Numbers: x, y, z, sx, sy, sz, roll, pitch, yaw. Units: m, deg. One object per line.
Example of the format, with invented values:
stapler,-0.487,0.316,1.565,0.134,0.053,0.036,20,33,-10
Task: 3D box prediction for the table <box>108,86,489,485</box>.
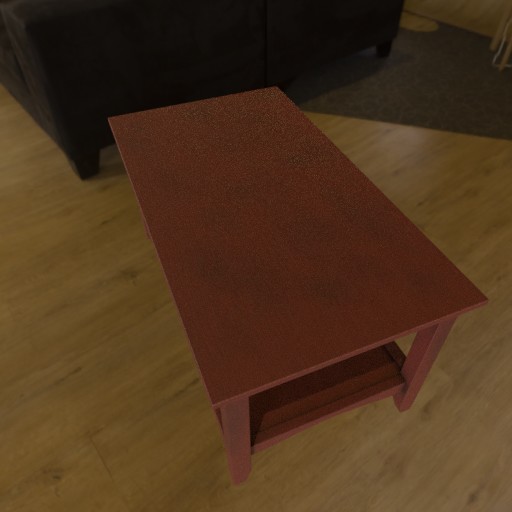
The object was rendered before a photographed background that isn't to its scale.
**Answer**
table,0.000,0.000,1.202,0.533,0.456,0.943,-16,48,-15
